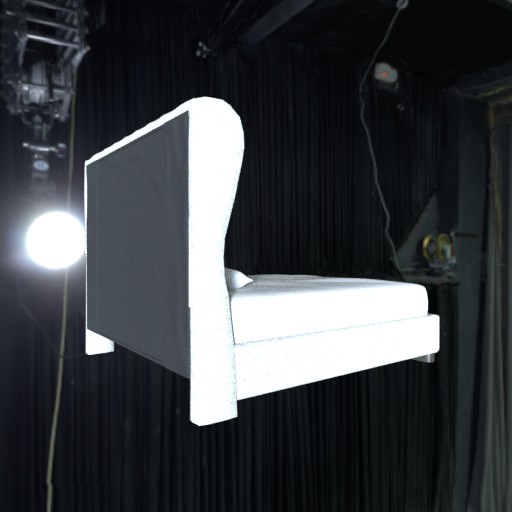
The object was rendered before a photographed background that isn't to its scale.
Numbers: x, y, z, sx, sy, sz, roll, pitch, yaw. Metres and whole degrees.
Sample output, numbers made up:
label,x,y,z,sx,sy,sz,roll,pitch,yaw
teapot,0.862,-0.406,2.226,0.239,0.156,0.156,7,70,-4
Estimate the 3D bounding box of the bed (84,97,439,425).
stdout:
label,x,y,z,sx,sy,sz,roll,pitch,yaw
bed,0.000,0.000,3.891,2.347,1.771,2.219,0,1,-36
